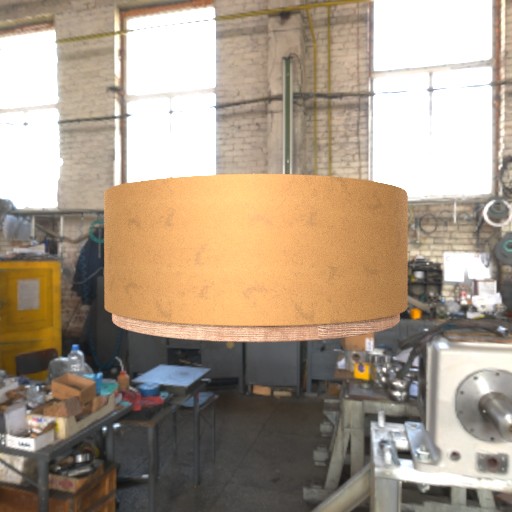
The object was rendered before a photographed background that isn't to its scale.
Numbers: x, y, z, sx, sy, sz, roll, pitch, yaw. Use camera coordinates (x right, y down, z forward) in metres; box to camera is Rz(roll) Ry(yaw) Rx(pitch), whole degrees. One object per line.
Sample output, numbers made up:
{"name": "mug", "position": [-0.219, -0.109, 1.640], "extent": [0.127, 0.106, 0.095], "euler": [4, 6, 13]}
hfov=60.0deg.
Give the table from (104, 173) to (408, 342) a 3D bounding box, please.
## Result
{"name": "table", "position": [0.000, 0.000, 1.546], "extent": [1.001, 0.409, 1.001], "euler": [0, 1, 0]}
